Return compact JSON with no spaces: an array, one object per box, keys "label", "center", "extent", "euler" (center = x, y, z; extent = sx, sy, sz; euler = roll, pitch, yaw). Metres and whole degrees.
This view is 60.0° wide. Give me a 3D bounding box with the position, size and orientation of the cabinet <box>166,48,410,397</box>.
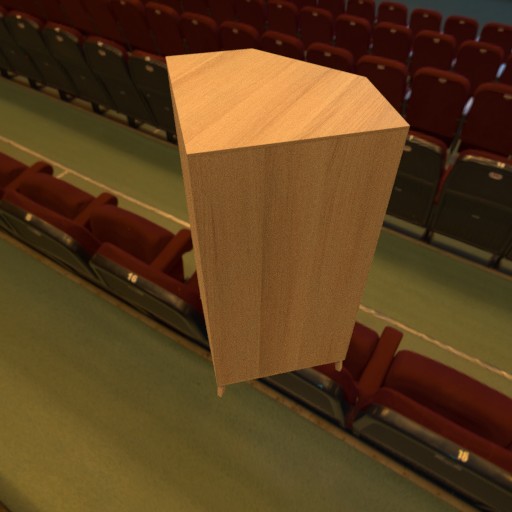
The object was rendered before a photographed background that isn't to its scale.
[{"label":"cabinet","center":[0.000,0.000,2.637],"extent":[1.272,1.957,0.969],"euler":[24,51,21]}]
